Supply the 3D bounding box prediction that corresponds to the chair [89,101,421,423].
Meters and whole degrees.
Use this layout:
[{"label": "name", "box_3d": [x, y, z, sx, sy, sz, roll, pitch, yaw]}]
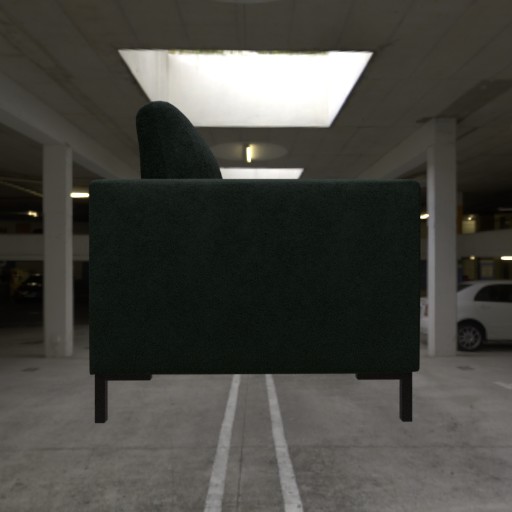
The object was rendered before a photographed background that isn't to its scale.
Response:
[{"label": "chair", "box_3d": [0.000, 0.000, 1.582, 0.866, 0.861, 0.963, 0, 0, -1]}]
